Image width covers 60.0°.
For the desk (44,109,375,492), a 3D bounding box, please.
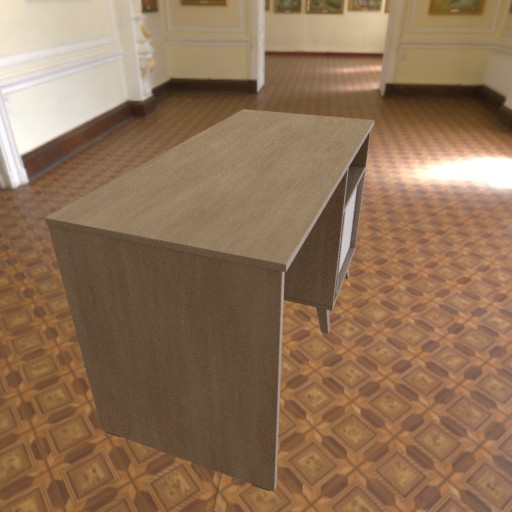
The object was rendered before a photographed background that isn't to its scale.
[{"bbox_3d":[0.000,0.000,1.656,0.600,0.770,1.251,11,32,18],"label":"desk"}]
